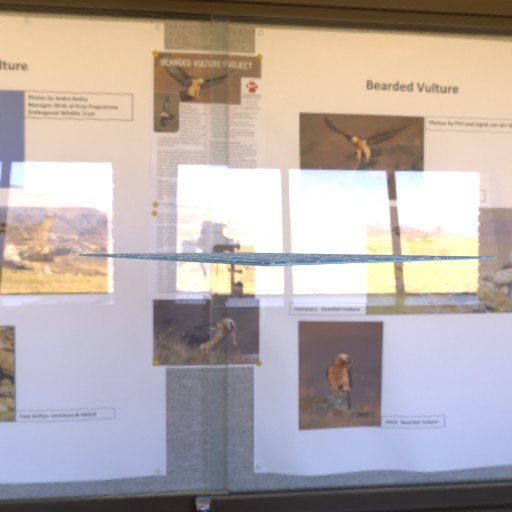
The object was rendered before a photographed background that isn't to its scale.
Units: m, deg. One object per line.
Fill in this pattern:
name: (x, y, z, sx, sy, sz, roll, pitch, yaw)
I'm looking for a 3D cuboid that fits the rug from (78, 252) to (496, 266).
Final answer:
rug: (0.000, 0.000, 2.778, 1.554, 0.012, 2.205, -1, 1, -37)
